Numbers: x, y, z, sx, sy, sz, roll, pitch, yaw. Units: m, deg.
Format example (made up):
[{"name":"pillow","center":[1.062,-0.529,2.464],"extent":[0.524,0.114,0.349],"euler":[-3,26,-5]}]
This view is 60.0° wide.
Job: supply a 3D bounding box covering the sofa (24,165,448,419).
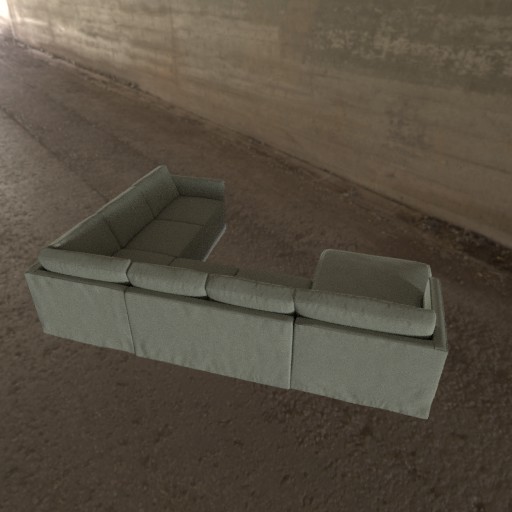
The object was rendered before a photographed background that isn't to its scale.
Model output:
[{"name":"sofa","center":[0.000,0.000,4.471],"extent":[3.434,0.869,2.440],"euler":[9,33,14]}]
